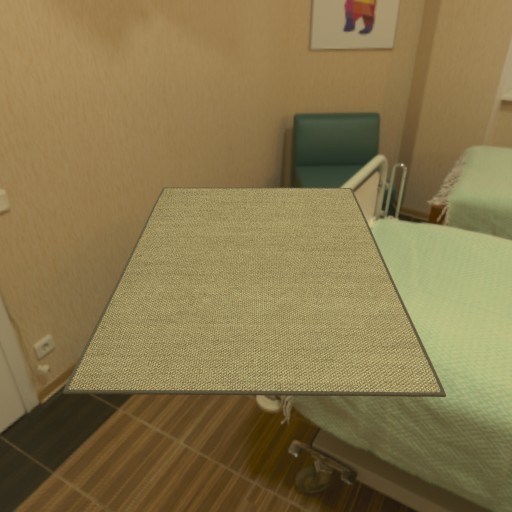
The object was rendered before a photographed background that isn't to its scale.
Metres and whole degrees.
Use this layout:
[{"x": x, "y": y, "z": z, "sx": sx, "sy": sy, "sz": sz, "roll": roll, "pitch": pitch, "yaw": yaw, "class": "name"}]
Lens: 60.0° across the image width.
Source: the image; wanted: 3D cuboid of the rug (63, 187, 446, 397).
[{"x": 0.000, "y": 0.000, "z": 2.659, "sx": 1.523, "sy": 0.012, "sz": 2.133, "roll": 0, "pitch": 31, "yaw": 0, "class": "rug"}]
